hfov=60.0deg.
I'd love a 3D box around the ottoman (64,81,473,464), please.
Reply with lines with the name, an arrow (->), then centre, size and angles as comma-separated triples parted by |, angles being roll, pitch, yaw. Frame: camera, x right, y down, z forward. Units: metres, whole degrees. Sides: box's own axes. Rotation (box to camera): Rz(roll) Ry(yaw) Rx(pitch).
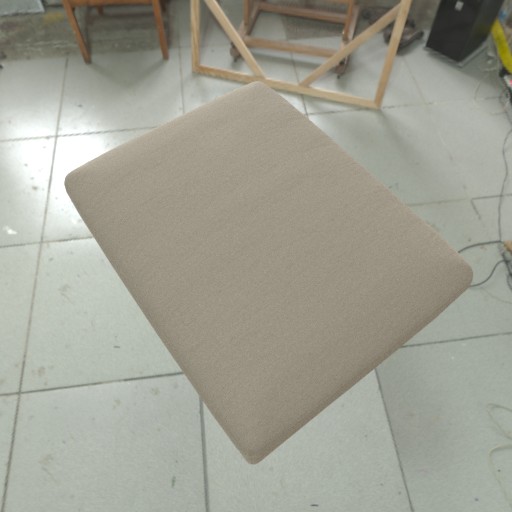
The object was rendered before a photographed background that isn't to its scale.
ottoman -> 0.000, 0.000, 1.096 | 0.606, 0.420, 0.771 | -33, 65, -18
